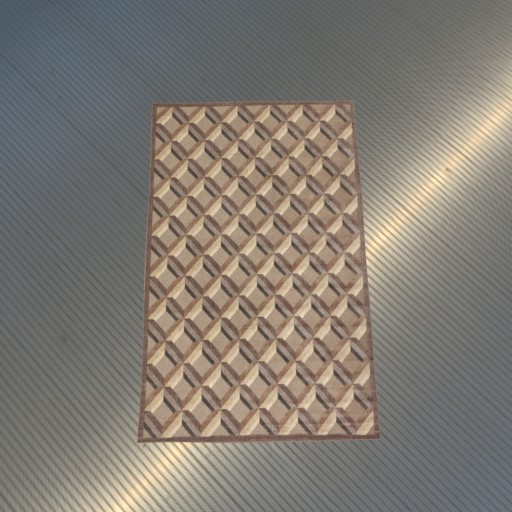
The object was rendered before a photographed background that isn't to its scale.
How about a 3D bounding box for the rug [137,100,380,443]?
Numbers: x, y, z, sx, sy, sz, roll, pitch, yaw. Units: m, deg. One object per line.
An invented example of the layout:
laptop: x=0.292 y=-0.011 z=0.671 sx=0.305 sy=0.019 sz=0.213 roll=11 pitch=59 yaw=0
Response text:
rug: x=0.000 y=0.000 z=2.134 sx=1.066 sy=0.011 sz=1.677 roll=-1 pitch=76 yaw=0
